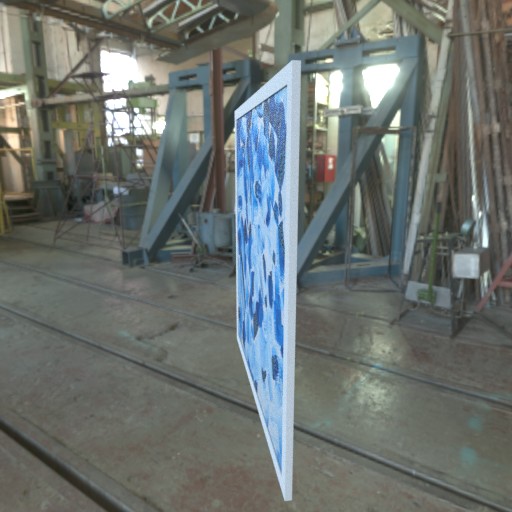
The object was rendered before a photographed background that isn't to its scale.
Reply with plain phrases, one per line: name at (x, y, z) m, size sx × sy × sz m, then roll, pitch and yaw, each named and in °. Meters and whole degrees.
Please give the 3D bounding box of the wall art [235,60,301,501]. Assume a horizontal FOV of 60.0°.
wall art at (0.000, 0.000, 1.180) m, size 0.015 × 0.812 × 0.812 m, roll -2°, pitch 13°, yaw -9°
